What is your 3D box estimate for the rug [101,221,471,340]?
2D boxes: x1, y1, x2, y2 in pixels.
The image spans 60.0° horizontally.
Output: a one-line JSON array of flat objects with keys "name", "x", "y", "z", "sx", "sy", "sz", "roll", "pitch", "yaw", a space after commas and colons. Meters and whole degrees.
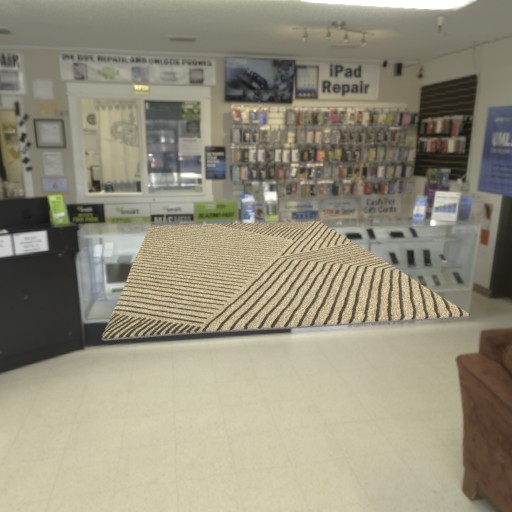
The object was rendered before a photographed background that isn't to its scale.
[{"name": "rug", "x": 0.000, "y": 0.000, "z": 2.319, "sx": 1.237, "sy": 0.019, "sz": 1.842, "roll": -2, "pitch": 15, "yaw": -8}]
